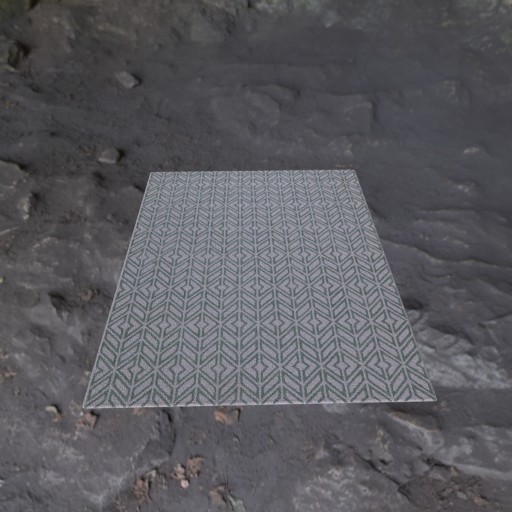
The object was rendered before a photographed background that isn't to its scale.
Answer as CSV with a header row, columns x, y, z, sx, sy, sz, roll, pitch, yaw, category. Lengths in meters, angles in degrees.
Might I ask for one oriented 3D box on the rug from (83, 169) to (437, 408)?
x,y,z,sx,sy,sz,roll,pitch,yaw,category
0.000,0.000,4.172,2.441,0.017,3.050,-1,42,-1,rug
